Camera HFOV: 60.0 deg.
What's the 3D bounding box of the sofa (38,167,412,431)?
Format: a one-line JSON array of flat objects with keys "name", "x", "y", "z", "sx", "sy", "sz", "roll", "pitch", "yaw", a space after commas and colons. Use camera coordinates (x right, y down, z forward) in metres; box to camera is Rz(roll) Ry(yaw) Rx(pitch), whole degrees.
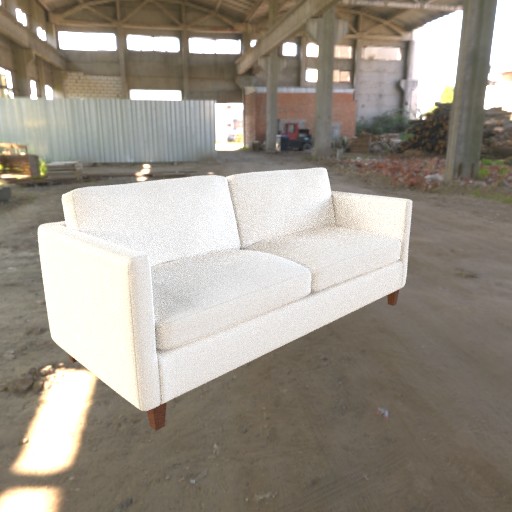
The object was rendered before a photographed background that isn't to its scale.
[{"name": "sofa", "x": 0.000, "y": 0.000, "z": 2.622, "sx": 2.139, "sy": 0.933, "sz": 0.924, "roll": -15, "pitch": 21, "yaw": -43}]
